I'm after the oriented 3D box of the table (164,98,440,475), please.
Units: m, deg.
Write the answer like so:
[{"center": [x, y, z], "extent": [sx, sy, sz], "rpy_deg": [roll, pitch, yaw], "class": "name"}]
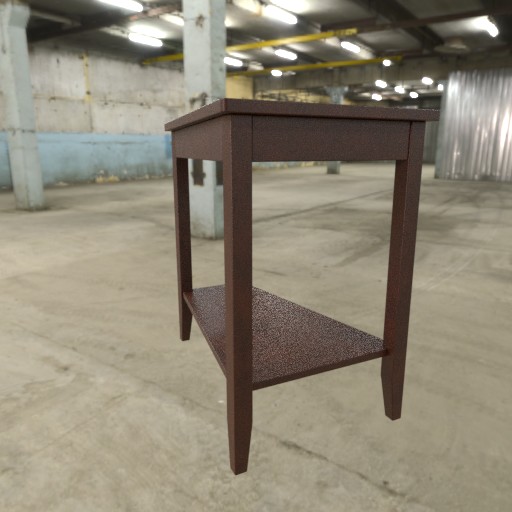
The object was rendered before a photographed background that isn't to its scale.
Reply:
[{"center": [0.000, 0.000, 0.989], "extent": [0.399, 0.589, 0.605], "rpy_deg": [-7, 15, -26], "class": "table"}]
